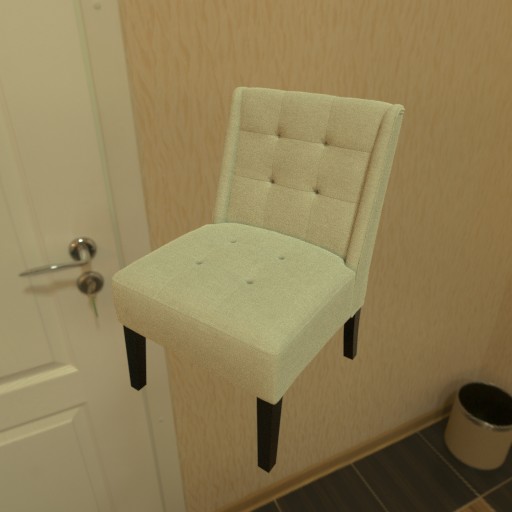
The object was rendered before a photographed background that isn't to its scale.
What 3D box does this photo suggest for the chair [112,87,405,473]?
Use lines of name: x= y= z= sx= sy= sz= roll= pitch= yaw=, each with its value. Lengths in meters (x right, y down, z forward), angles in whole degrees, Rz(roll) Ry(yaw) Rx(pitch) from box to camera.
chair: x=0.000 y=0.000 z=1.331 sx=0.569 sy=0.853 sz=0.676 roll=19 pitch=35 yaw=30
